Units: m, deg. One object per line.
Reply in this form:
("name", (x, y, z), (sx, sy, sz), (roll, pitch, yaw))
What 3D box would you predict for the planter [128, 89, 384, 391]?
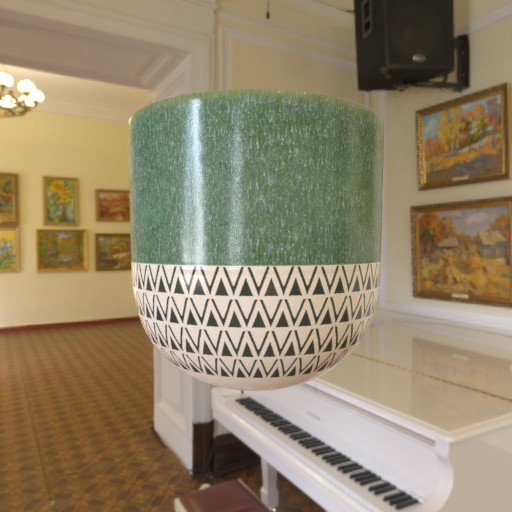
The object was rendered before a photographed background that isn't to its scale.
("planter", (0.000, 0.000, 0.483), (0.266, 0.270, 0.266), (0, 1, 0))
